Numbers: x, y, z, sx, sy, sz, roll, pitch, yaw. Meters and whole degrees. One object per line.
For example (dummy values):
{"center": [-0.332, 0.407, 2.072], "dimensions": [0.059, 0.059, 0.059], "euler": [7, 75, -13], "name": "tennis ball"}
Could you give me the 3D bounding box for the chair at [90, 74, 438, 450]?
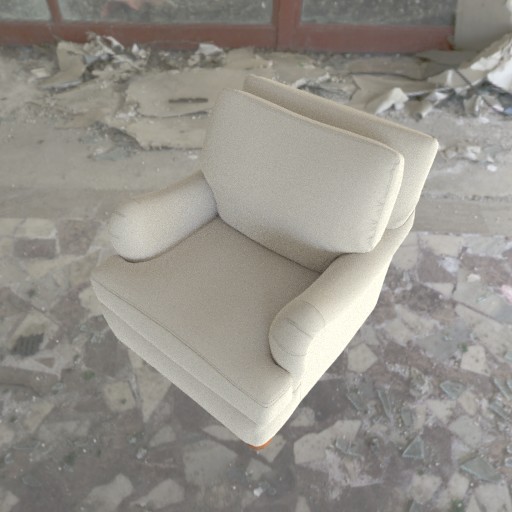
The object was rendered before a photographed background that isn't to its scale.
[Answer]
{"center": [0.000, 0.000, 1.840], "dimensions": [0.955, 1.038, 1.070], "euler": [30, 53, 26], "name": "chair"}
